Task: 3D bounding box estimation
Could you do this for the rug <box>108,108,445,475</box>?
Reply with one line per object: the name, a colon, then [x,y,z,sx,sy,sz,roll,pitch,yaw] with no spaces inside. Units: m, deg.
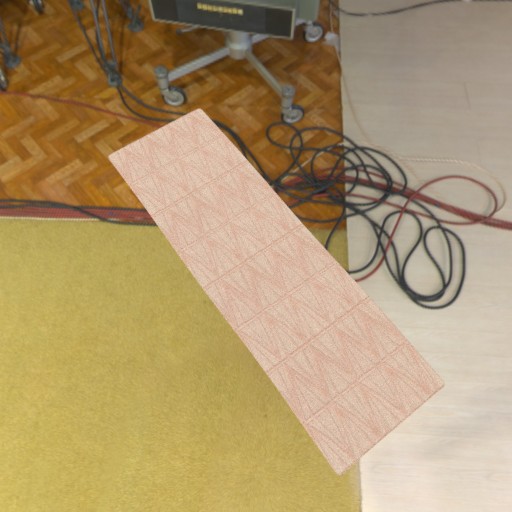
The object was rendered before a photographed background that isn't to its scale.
rug: [0.000,0.000,2.704,0.760,0.015,2.435,-33,68,-15]
